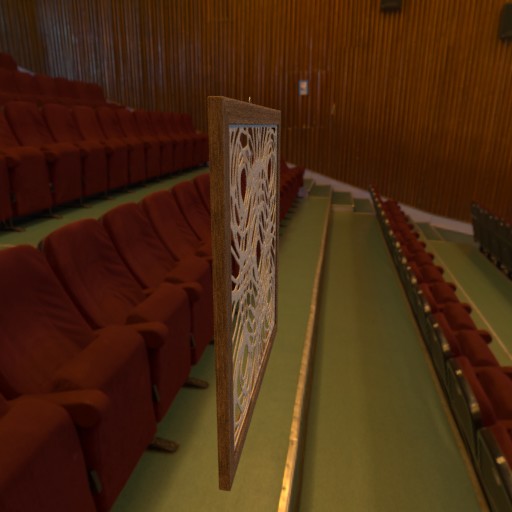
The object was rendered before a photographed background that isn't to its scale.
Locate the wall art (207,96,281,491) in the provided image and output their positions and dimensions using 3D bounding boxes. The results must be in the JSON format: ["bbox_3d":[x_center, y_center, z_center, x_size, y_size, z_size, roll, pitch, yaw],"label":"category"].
[{"bbox_3d":[0.000,0.000,0.852,0.021,0.576,0.561,3,17,10],"label":"wall art"}]
